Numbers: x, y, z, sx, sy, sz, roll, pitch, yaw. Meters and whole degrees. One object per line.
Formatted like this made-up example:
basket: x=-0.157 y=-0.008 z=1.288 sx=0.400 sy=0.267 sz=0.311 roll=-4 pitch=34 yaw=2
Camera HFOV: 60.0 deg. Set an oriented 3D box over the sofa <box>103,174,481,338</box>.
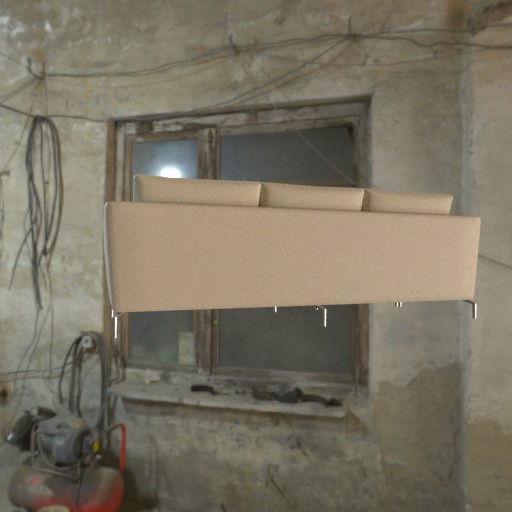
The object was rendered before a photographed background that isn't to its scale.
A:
sofa: x=0.000 y=0.000 z=3.755 sx=2.448 sy=0.867 sz=2.430 roll=0 pitch=-1 yaw=-19
